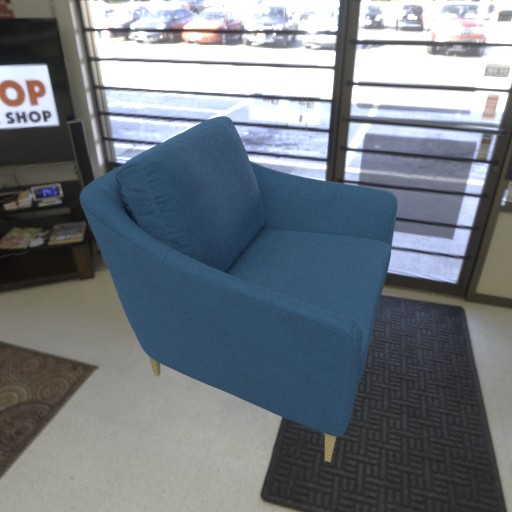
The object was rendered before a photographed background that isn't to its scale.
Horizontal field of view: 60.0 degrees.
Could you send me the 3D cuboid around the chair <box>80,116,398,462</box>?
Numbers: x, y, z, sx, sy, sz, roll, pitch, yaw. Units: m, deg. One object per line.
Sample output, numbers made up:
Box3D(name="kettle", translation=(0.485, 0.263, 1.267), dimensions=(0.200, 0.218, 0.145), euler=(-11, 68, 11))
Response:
Box3D(name="chair", translation=(0.000, 0.000, 1.707), dimensions=(0.961, 0.899, 0.987), euler=(11, 32, 18))
